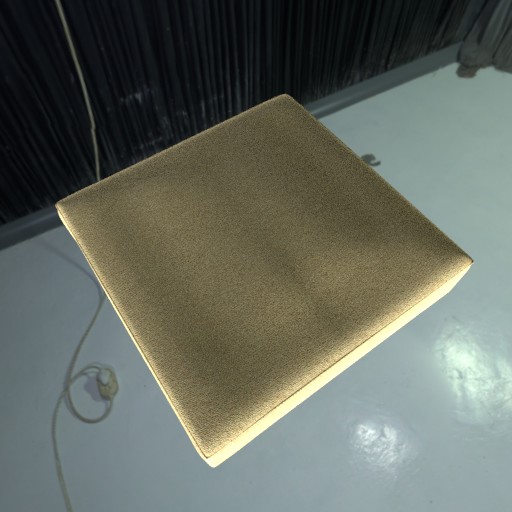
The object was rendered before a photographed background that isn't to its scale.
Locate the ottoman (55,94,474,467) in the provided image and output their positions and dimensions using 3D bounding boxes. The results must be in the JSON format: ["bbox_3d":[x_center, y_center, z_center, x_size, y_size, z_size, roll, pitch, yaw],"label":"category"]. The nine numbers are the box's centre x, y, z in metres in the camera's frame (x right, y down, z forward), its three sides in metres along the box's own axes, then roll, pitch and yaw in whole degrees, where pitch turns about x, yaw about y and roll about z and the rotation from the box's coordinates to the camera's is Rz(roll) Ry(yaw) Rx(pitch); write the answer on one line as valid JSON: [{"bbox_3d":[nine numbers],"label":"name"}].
[{"bbox_3d":[0.000,0.000,1.541,0.981,0.378,0.970,-31,63,-18],"label":"ottoman"}]
